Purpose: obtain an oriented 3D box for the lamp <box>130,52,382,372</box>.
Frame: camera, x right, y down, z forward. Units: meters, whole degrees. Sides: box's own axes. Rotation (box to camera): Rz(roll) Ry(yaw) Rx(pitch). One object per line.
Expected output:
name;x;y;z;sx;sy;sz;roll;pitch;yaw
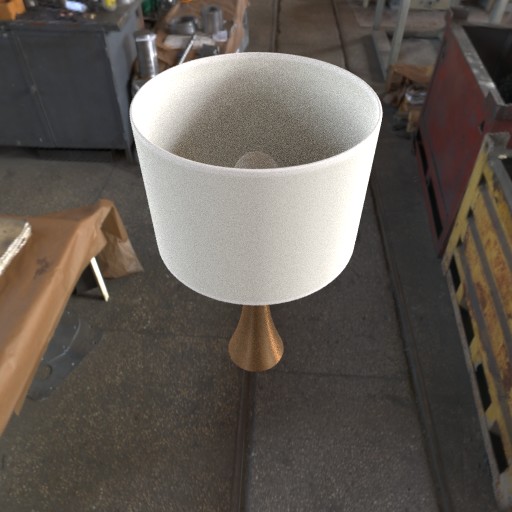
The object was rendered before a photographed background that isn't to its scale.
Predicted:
lamp;0.000;0.000;0.648;0.268;0.479;0.268;-22;49;-21
